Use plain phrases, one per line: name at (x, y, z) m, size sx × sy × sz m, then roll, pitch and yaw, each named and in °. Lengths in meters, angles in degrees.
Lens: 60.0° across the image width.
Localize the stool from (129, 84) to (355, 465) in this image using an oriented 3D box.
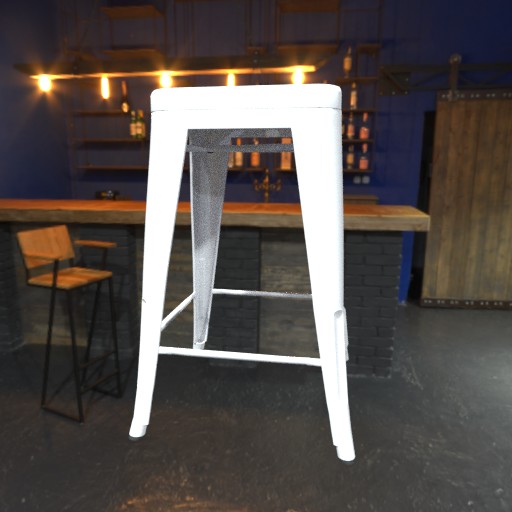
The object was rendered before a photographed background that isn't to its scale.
stool at (0.000, 0.000, 0.899) m, size 0.406 × 0.610 × 0.406 m, roll 2°, pitch 13°, yaw 10°
